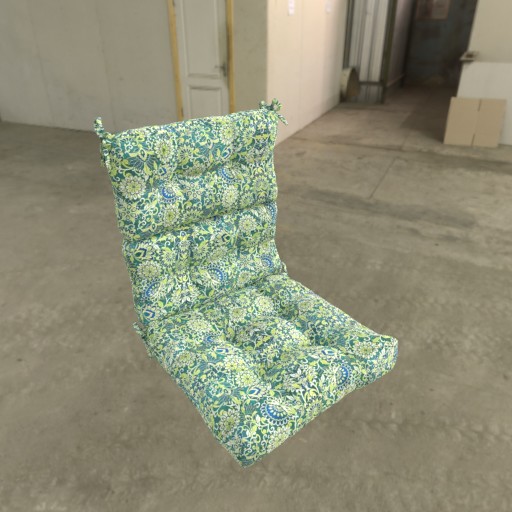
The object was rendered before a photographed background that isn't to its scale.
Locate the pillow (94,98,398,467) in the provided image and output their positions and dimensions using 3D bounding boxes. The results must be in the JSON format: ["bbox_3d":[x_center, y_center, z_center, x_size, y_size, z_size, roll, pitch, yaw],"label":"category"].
[{"bbox_3d":[0.000,0.000,1.040,0.519,0.605,0.571,-20,36,-31],"label":"pillow"}]
